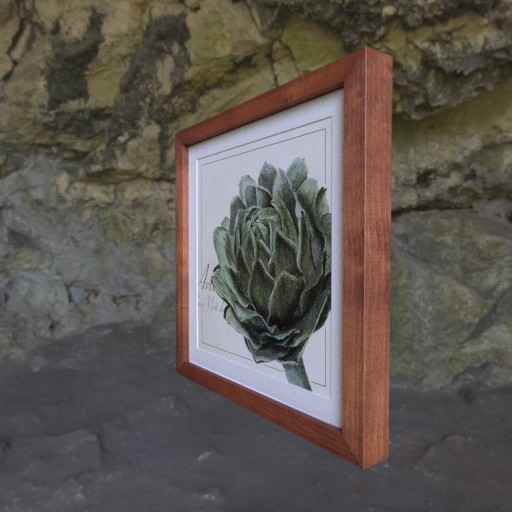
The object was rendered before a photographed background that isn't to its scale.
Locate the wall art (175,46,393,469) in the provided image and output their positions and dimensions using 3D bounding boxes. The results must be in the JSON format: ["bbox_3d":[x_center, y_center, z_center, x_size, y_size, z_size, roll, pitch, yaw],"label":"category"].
[{"bbox_3d":[0.000,0.000,0.570,0.038,0.385,0.386,-1,2,-36],"label":"wall art"}]
